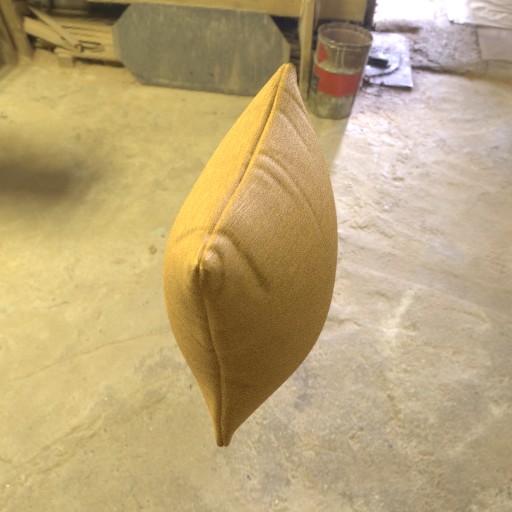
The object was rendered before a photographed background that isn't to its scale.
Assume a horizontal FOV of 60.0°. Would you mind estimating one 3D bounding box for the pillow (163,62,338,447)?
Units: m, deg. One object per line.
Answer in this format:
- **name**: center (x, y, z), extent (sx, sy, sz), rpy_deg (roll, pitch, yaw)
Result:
- **pillow**: center (0.000, 0.000, 0.674), extent (0.247, 0.417, 0.435), rpy_deg (10, 47, 9)
